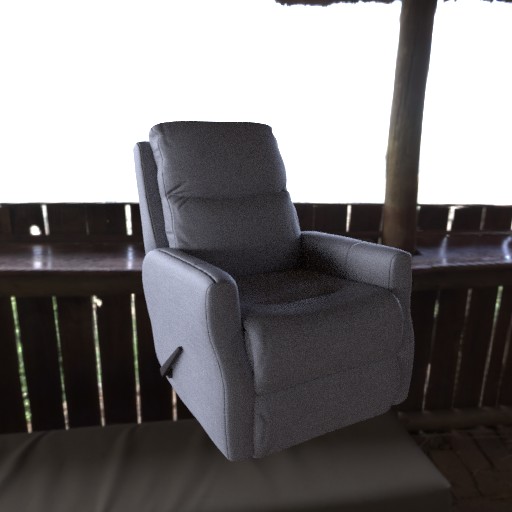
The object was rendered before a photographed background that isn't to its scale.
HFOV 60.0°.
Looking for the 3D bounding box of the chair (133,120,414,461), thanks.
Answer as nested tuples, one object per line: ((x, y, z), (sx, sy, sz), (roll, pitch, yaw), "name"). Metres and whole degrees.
((0.000, 0.000, 1.729), (0.829, 1.030, 1.080), (-8, 17, -26), "chair")
